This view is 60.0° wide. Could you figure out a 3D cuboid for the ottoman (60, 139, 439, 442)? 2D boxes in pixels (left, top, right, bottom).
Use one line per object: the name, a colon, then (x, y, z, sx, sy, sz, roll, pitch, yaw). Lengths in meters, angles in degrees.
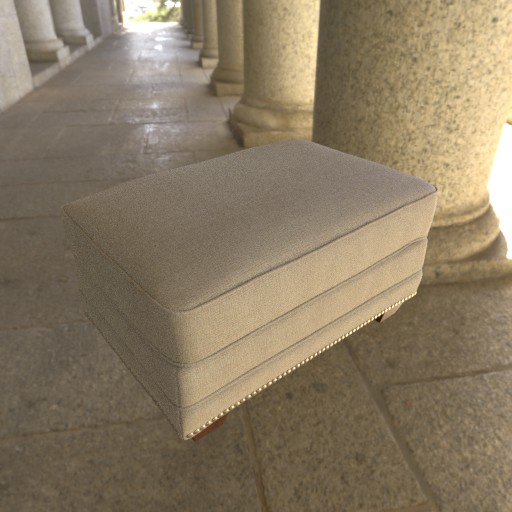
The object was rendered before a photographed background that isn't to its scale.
ottoman: (0.000, 0.000, 1.174, 0.813, 0.458, 0.559, -23, 38, -33)
